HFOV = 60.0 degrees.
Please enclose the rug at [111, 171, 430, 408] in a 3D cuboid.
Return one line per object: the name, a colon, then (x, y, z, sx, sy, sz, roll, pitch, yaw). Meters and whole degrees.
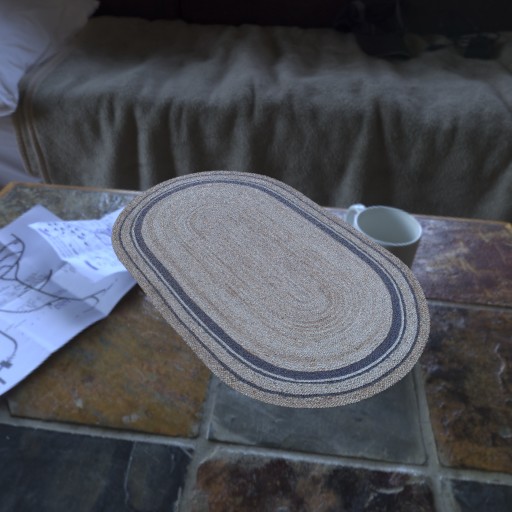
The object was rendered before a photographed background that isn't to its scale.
rug: (0.000, 0.000, 2.998, 1.520, 0.006, 2.432, -27, 48, -27)
